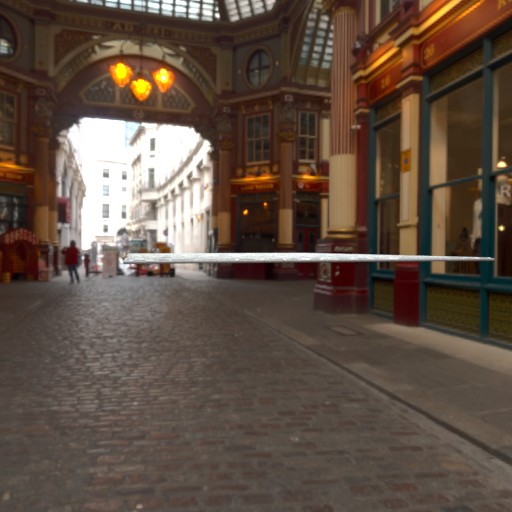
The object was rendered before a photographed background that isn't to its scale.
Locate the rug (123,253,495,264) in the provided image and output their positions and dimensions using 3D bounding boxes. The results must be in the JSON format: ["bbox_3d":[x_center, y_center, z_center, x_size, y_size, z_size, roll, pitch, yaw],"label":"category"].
[{"bbox_3d":[0.000,0.000,2.809,1.578,0.014,2.206,0,1,-16],"label":"rug"}]
